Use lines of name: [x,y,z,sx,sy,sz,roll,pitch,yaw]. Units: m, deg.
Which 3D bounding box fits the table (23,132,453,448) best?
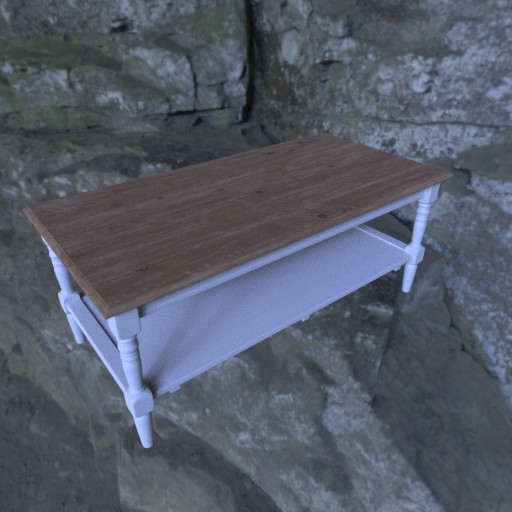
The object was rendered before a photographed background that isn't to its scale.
table: [0.000,0.000,1.382,1.118,0.458,0.559,-22,38,-32]
